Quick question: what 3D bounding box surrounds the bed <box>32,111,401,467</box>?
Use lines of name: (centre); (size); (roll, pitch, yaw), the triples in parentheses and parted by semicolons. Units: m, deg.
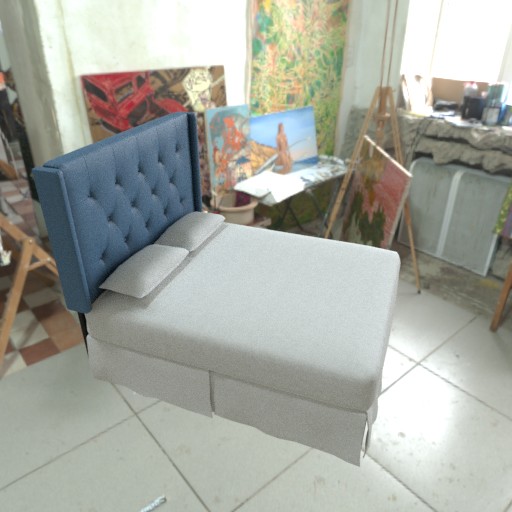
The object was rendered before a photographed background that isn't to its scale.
bed: (0.000, 0.000, 3.281); (2.078, 1.665, 1.719); (10, 31, 18)
